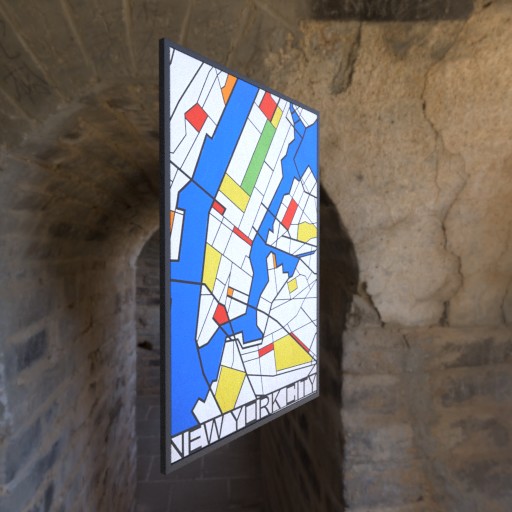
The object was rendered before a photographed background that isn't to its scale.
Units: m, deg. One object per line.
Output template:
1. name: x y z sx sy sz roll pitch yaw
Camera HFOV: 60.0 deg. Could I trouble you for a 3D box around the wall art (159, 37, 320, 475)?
1. wall art: 0.000 0.000 0.853 0.013 0.660 0.460 1 1 38
